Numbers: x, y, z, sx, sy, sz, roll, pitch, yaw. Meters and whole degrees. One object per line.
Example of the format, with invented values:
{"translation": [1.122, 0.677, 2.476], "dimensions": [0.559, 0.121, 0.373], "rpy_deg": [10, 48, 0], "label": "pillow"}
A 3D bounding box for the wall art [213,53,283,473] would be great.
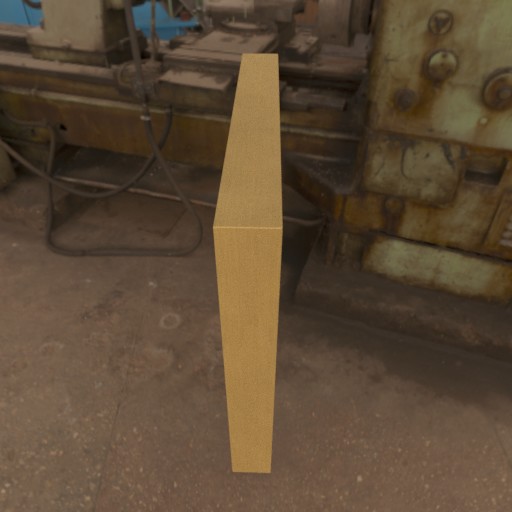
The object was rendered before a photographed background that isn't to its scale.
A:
{"translation": [0.000, 0.000, 0.455], "dimensions": [0.038, 0.305, 0.305], "rpy_deg": [1, 41, 1], "label": "wall art"}
